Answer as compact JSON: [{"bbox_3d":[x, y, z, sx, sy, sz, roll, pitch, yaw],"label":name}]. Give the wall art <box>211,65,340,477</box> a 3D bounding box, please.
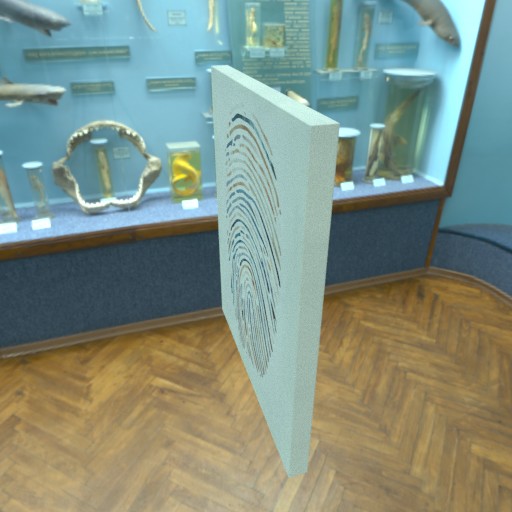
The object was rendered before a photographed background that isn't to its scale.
[{"bbox_3d":[0.000,0.000,0.835,0.037,0.606,0.508,-9,31,-15],"label":"wall art"}]
